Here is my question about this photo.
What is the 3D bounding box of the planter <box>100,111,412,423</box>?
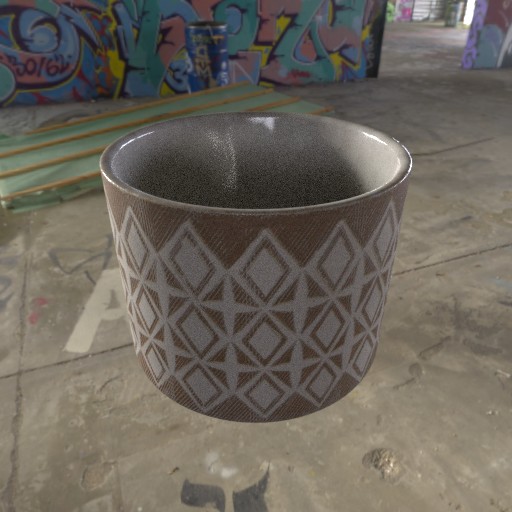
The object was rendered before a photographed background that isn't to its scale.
[{"bbox_3d":[0.000,0.000,0.328,0.193,0.165,0.193,0,31,0],"label":"planter"}]
